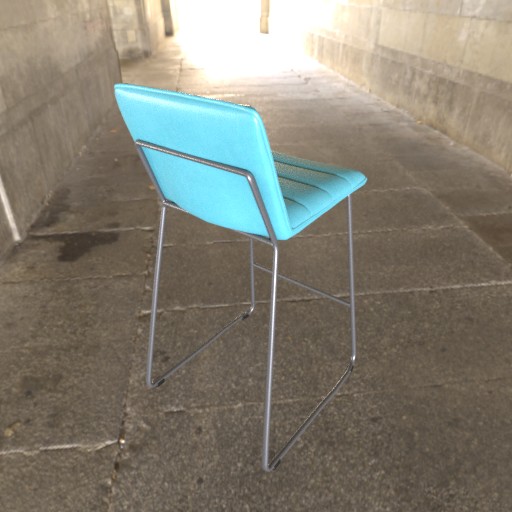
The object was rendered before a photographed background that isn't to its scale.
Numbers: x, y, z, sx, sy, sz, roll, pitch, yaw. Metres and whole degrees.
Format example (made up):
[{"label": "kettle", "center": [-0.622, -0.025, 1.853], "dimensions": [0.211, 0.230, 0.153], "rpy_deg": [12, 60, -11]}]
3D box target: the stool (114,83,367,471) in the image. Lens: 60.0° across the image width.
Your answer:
[{"label": "stool", "center": [0.000, 0.000, 1.221], "dimensions": [0.489, 0.936, 0.524], "rpy_deg": [22, 38, 32]}]
